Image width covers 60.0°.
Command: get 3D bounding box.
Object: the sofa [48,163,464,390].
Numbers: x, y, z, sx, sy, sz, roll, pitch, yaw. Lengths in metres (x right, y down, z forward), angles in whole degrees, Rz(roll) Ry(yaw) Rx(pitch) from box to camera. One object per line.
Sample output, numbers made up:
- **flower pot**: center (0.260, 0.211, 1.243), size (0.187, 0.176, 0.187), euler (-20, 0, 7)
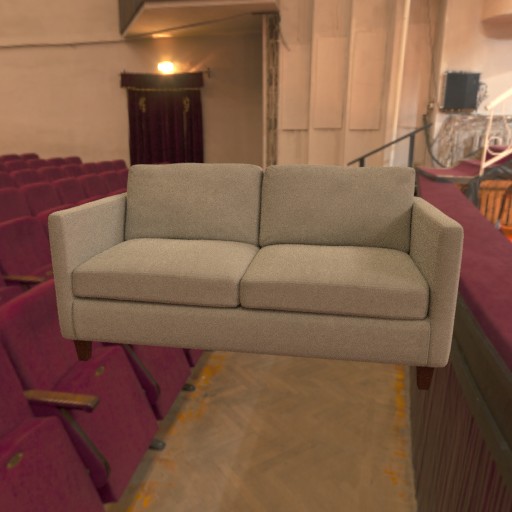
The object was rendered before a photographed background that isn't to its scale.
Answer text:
- **sofa**: center (0.000, 0.000, 2.428), size (1.884, 0.963, 0.950), euler (2, 15, 9)
